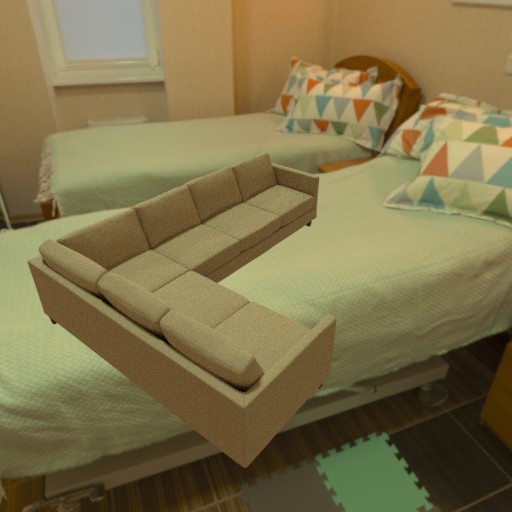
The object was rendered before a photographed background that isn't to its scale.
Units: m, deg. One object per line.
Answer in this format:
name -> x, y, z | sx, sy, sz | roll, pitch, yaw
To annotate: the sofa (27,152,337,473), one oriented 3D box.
sofa -> 0.000, 0.000, 4.257 | 2.432, 0.863, 3.182 | 23, 39, 32
